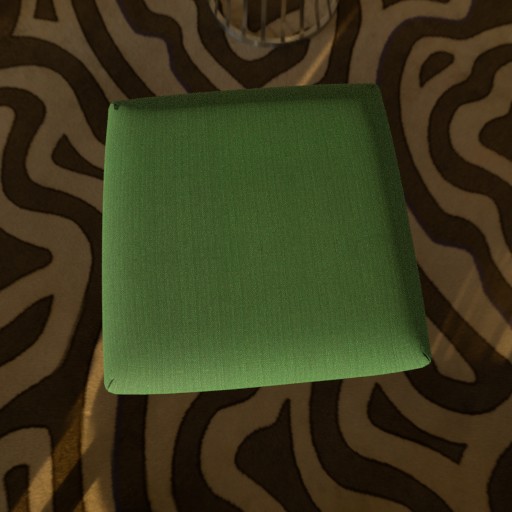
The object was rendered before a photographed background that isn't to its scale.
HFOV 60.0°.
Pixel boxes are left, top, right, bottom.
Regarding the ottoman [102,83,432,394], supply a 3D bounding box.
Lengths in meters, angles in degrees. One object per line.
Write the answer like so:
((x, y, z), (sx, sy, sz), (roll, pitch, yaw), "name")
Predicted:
((0.000, 0.000, 0.896), (0.497, 0.475, 0.507), (-4, 74, -1), "ottoman")
